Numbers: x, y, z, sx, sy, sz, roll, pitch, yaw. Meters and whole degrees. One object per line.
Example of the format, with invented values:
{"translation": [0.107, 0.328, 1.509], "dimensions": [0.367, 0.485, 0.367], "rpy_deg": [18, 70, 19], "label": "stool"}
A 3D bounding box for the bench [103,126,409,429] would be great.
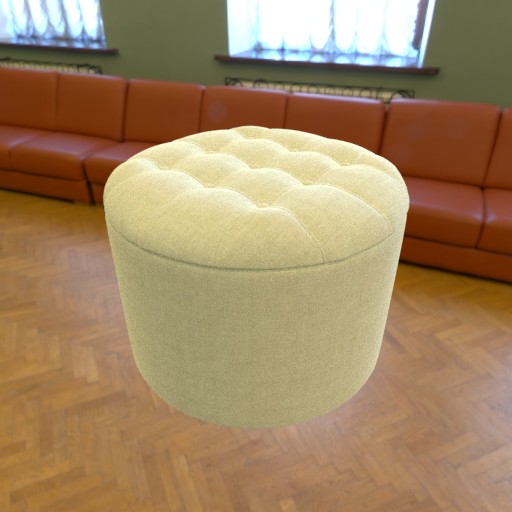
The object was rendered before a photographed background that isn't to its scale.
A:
{"translation": [0.000, 0.000, 0.992], "dimensions": [0.600, 0.453, 0.600], "rpy_deg": [0, 32, 0], "label": "bench"}
